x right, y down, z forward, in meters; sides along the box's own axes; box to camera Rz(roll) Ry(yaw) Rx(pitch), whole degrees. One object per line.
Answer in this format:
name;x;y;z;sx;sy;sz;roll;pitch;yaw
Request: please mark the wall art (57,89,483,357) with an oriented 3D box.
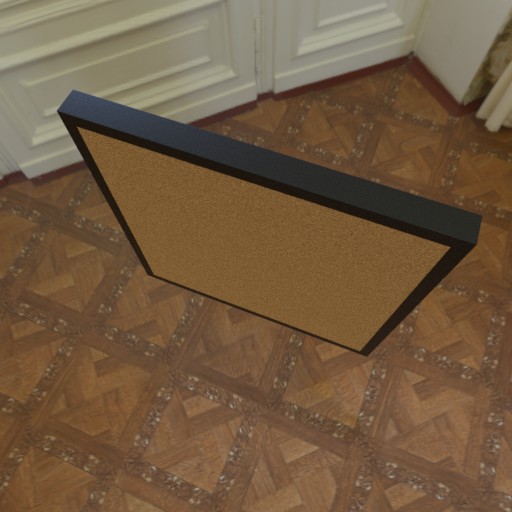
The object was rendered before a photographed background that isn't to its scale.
wall art;0.000;0.000;0.737;0.508;0.508;0.038;19;66;9
